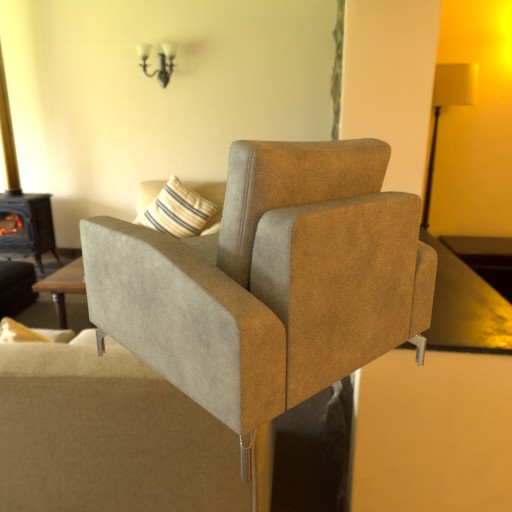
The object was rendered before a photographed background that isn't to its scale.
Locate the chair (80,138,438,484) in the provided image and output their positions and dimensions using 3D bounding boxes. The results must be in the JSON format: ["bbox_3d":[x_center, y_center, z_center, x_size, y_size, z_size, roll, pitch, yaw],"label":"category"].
[{"bbox_3d":[0.000,0.000,1.554,0.900,0.800,0.900,-14,21,-40],"label":"chair"}]
